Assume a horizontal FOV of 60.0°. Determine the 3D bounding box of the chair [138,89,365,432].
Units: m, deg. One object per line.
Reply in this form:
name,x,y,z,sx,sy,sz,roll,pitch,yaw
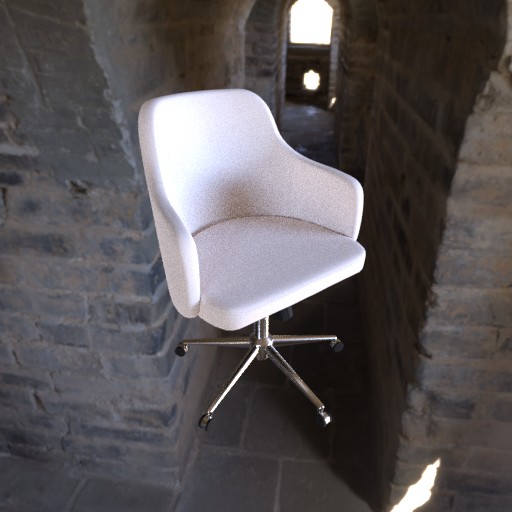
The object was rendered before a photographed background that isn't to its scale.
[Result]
chair,0.000,0.000,1.266,0.602,0.819,0.647,-21,35,-32
